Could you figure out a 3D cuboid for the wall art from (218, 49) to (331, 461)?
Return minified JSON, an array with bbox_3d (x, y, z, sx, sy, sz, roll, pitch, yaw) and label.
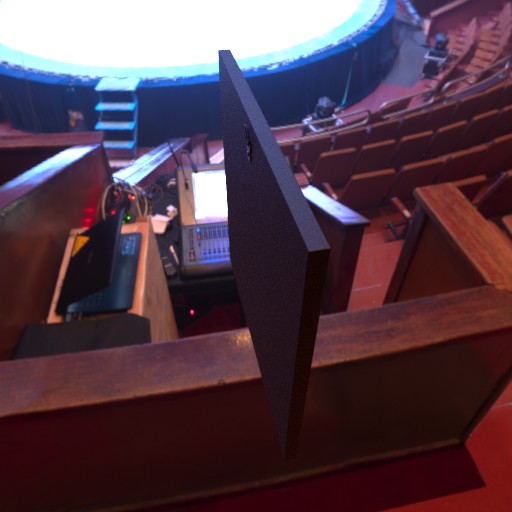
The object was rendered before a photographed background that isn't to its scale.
[{"bbox_3d":[0.000,0.000,1.213,0.043,0.807,0.805,-9,46,-9],"label":"wall art"}]
